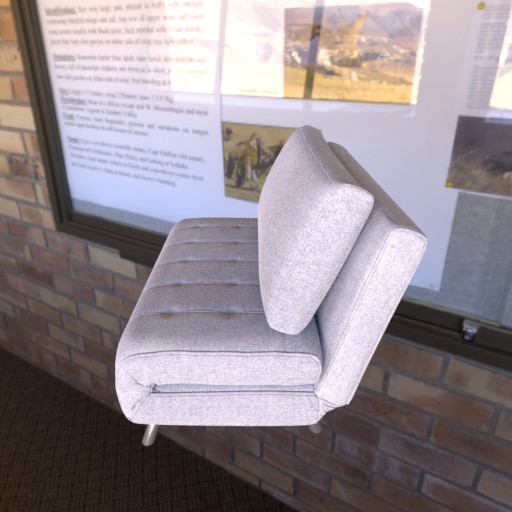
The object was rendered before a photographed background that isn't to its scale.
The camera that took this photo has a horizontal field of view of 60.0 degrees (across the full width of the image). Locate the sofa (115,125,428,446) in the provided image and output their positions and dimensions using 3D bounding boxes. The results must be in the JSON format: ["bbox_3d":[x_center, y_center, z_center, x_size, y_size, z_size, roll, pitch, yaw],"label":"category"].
[{"bbox_3d":[0.000,0.000,1.845,0.910,0.910,1.220,0,25,0],"label":"sofa"}]
